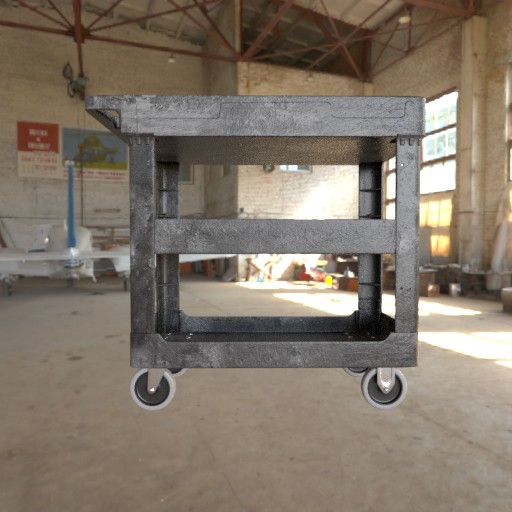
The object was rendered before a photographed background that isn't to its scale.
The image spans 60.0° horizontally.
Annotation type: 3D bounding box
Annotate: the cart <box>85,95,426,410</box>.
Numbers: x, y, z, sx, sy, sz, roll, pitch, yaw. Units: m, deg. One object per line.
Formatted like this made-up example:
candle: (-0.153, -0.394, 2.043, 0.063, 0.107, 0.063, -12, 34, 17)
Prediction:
cart: (0.000, 0.000, 1.338, 0.877, 0.824, 0.420, 0, 2, -1)
